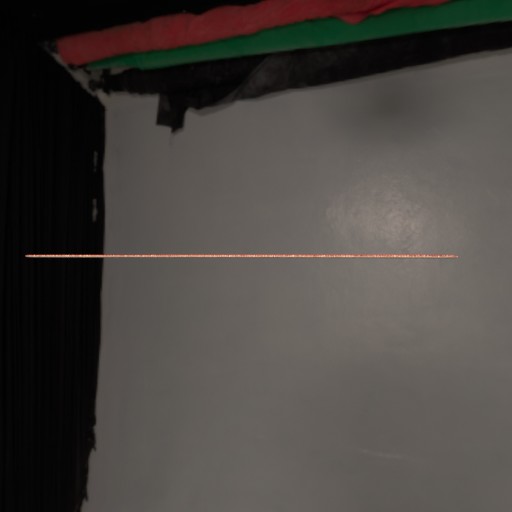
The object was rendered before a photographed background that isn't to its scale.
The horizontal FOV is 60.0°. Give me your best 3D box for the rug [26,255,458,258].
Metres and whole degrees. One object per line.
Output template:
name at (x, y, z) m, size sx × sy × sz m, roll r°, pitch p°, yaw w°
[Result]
rug at (0.000, 0.000, 5.188) m, size 3.965 × 0.025 × 2.803 m, roll 0°, pitch 0°, yaw 17°
